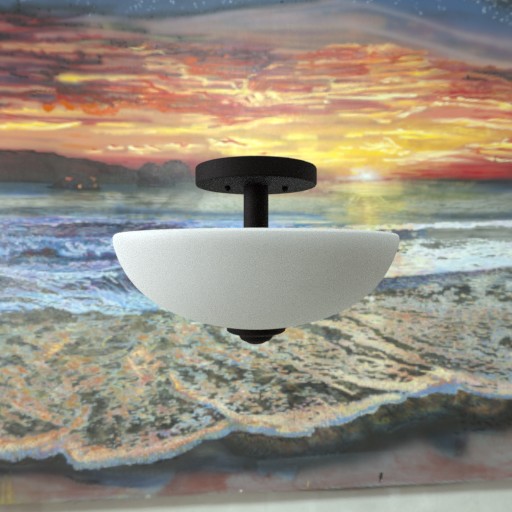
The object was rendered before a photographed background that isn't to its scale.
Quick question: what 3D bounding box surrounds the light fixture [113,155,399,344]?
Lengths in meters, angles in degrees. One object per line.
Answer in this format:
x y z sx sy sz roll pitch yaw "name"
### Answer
0.000 0.000 0.538 0.331 0.212 0.331 0 0 0 "light fixture"
